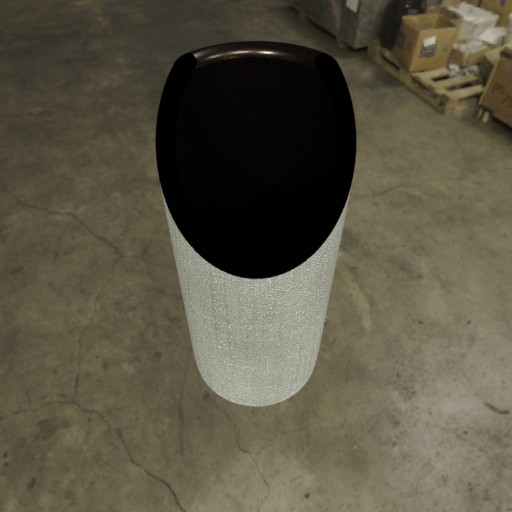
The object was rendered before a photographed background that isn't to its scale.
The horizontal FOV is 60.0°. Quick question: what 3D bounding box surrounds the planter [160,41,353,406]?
[{"bbox_3d":[0.000,0.000,0.128,0.045,0.103,0.045,-16,49,-15],"label":"planter"}]
